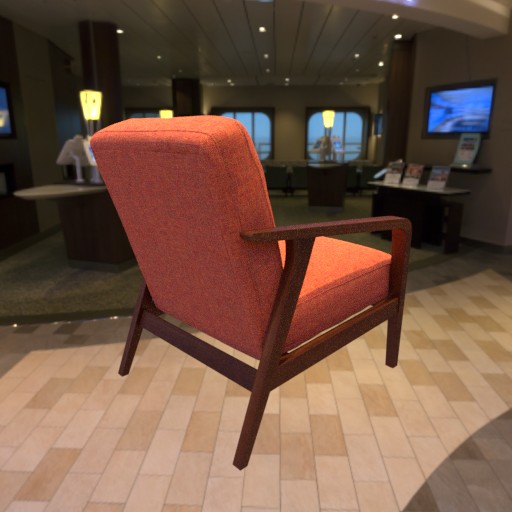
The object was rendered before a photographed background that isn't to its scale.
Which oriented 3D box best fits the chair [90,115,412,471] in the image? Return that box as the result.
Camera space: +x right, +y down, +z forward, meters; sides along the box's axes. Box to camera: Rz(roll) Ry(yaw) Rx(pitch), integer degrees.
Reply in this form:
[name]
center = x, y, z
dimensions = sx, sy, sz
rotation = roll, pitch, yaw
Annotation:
[chair]
center = 0.000, 0.000, 1.514
dimensions = 0.860, 0.890, 0.719
rotation = -14, 20, -42
